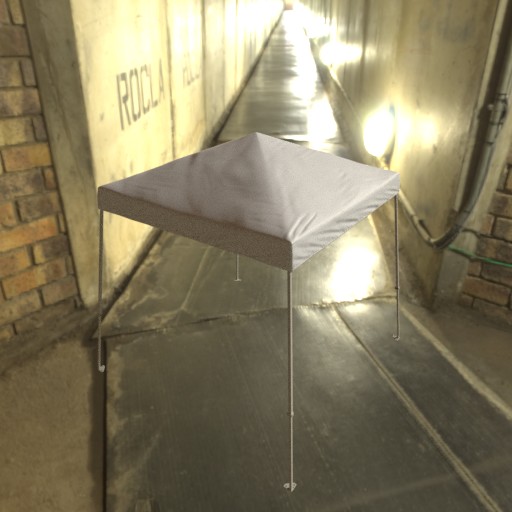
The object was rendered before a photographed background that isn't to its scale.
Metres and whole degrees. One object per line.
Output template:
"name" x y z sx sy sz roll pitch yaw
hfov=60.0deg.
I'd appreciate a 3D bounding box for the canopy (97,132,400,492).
"canopy" 0.000 0.000 6.574 3.599 3.600 3.600 18 32 31
